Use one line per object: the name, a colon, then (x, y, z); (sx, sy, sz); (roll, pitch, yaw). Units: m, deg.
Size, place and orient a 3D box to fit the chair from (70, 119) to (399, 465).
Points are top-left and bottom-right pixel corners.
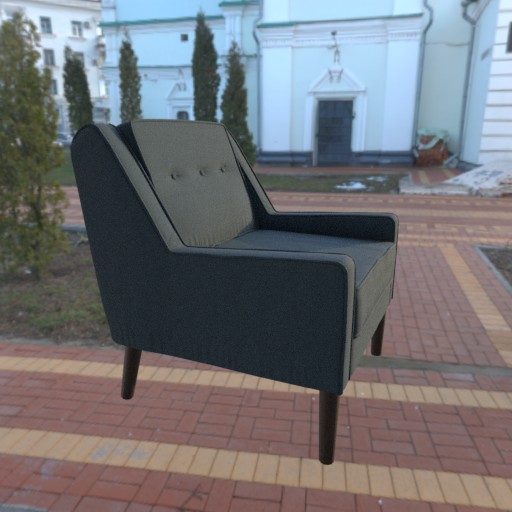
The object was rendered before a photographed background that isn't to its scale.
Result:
chair: (0.000, 0.000, 1.313); (0.733, 0.780, 0.663); (7, 17, 25)
